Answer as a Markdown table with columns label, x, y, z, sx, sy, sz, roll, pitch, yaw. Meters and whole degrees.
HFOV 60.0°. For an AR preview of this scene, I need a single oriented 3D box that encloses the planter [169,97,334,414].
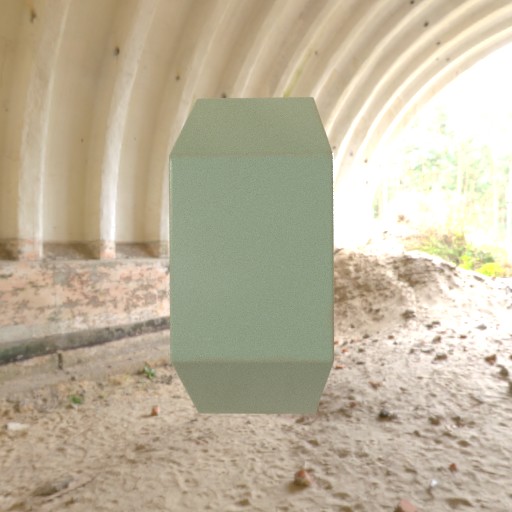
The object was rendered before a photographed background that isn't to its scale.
| label | x | y | z | sx | sy | sz | roll | pitch | yaw |
| --- | --- | --- | --- | --- | --- | --- | --- | --- | --- |
| planter | 0.000 | 0.000 | 0.290 | 0.078 | 0.207 | 0.169 | 0 | 0 | 1 |
